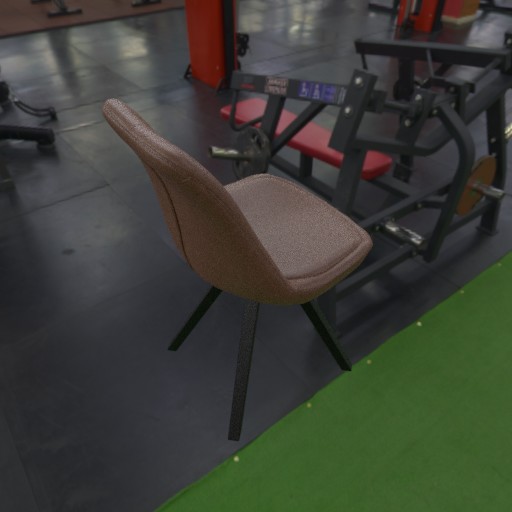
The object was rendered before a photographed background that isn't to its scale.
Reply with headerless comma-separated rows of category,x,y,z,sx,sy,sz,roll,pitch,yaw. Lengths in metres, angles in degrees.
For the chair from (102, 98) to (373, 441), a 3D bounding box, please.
chair,0.000,0.000,1.148,0.550,0.850,0.475,-24,46,-26
